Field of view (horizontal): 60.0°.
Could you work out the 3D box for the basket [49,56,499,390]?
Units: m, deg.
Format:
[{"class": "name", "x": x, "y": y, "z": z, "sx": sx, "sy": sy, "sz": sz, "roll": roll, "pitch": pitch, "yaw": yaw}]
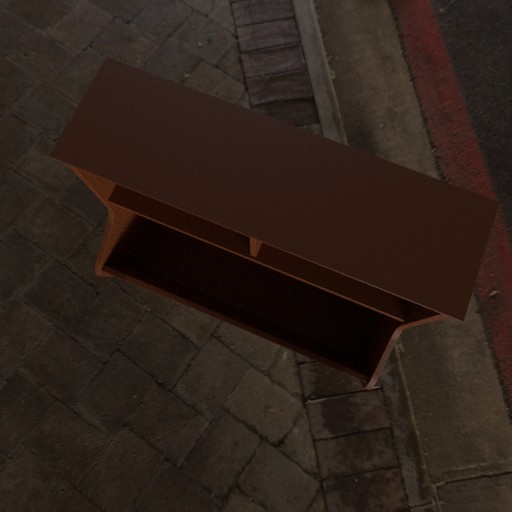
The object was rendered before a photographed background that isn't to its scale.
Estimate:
[{"class": "basket", "x": 0.000, "y": 0.000, "z": 1.094, "sx": 0.792, "sy": 0.625, "sz": 0.376, "roll": 22, "pitch": 77, "yaw": 5}]
